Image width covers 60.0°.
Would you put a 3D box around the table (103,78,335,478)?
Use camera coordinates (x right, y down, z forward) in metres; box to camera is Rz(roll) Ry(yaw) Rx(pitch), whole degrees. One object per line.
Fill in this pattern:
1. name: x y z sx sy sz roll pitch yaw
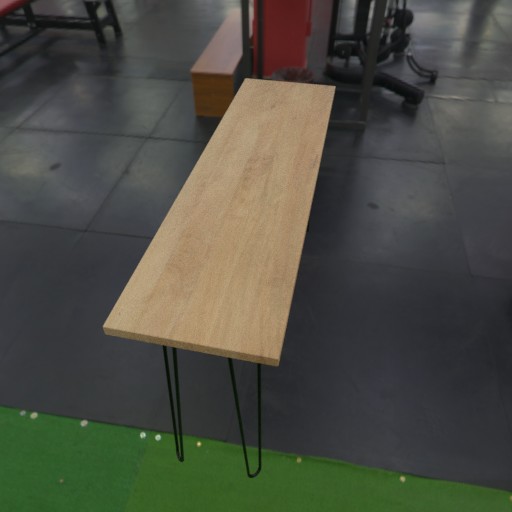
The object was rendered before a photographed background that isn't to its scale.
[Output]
1. table: 0.000 0.000 1.727 0.399 0.799 1.400 9 45 9
